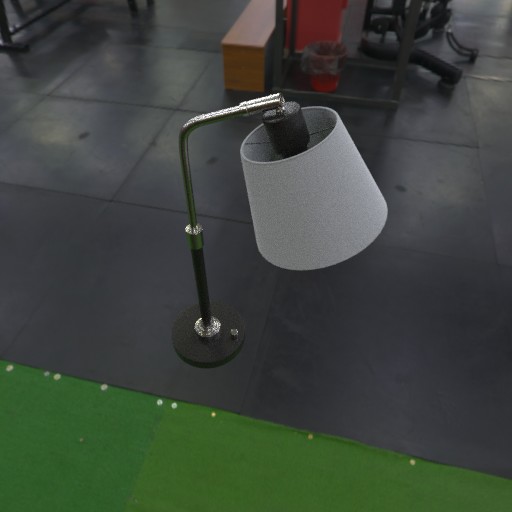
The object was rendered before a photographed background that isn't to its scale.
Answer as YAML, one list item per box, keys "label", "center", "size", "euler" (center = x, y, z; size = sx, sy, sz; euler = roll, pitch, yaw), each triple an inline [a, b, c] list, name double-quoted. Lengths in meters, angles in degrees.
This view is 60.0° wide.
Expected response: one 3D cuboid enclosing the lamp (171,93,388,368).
- label: "lamp"
  center: [0.000, 0.000, 0.690]
  size: [0.348, 0.539, 0.181]
  euler: [12, 48, 11]
